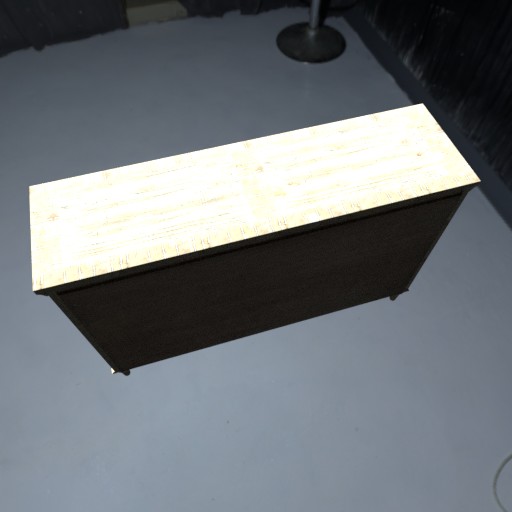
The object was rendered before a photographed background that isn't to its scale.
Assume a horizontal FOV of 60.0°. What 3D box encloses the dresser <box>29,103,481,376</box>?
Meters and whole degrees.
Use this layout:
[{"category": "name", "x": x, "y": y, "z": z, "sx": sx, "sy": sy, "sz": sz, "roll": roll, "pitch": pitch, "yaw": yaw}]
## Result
[{"category": "dresser", "x": 0.000, "y": 0.000, "z": 2.087, "sx": 1.626, "sy": 1.016, "sz": 0.457, "roll": -14, "pitch": 59, "yaw": -9}]
